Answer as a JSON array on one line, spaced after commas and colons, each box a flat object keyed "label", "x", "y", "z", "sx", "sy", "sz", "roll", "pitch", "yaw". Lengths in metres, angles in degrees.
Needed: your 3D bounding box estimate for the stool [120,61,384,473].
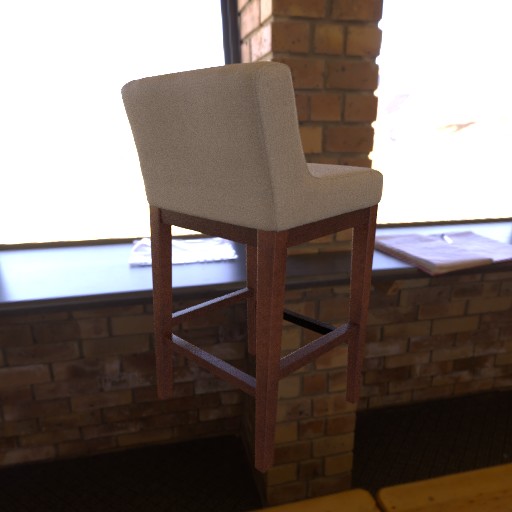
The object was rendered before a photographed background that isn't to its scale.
[{"label": "stool", "x": 0.000, "y": 0.000, "z": 1.242, "sx": 0.511, "sy": 0.937, "sz": 0.500, "roll": 15, "pitch": 22, "yaw": 43}]
